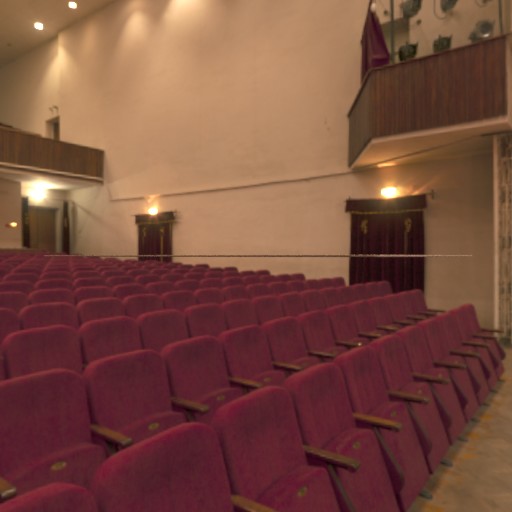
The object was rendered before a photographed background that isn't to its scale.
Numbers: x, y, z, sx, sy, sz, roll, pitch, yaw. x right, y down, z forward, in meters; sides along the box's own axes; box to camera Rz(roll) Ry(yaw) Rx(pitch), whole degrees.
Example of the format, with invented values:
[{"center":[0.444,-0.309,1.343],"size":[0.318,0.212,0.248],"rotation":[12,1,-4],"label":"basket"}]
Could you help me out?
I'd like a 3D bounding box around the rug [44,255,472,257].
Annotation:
[{"center":[0.000,0.000,2.837],"size":[2.238,0.008,1.593],"rotation":[0,0,37],"label":"rug"}]
